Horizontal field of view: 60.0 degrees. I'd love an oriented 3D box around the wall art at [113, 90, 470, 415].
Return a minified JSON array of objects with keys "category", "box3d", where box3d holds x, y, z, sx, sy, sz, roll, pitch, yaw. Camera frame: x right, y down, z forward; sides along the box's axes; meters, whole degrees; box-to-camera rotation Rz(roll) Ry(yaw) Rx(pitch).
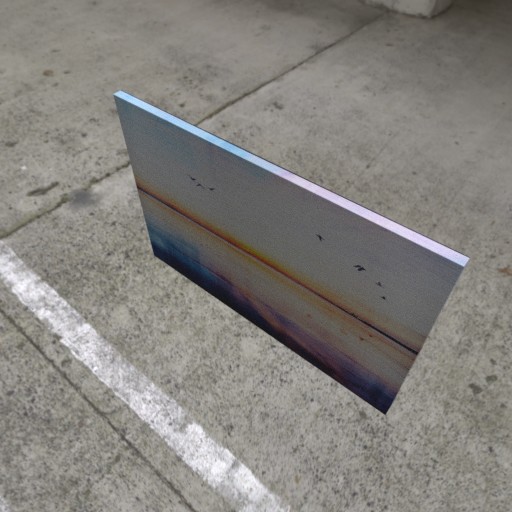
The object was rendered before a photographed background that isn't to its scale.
[{"category":"wall art","box3d":[0.000,0.000,0.768,0.604,0.402,0.018,31,55,25]}]
